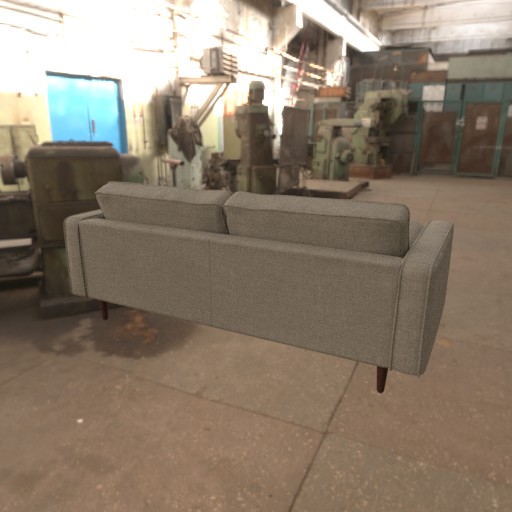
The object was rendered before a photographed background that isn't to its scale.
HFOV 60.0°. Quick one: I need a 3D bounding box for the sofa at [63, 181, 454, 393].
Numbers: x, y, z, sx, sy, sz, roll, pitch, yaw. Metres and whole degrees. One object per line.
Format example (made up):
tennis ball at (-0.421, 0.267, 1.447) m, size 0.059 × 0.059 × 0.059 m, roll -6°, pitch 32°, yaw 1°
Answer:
sofa at (0.000, 0.000, 2.368) m, size 1.879 × 0.762 × 0.914 m, roll 8°, pitch 18°, yaw 26°
